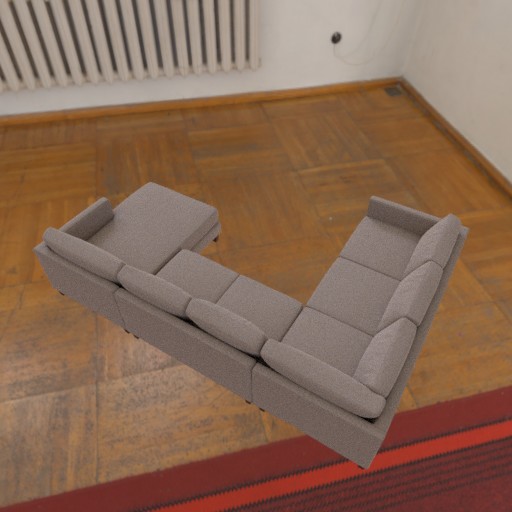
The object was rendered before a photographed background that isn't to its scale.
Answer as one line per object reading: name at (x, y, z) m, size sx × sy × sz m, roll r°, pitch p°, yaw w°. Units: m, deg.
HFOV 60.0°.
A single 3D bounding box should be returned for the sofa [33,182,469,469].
sofa at (0.000, 0.000, 4.410) m, size 3.438 × 0.865 × 2.424 m, roll 24°, pitch 51°, yaw 21°
